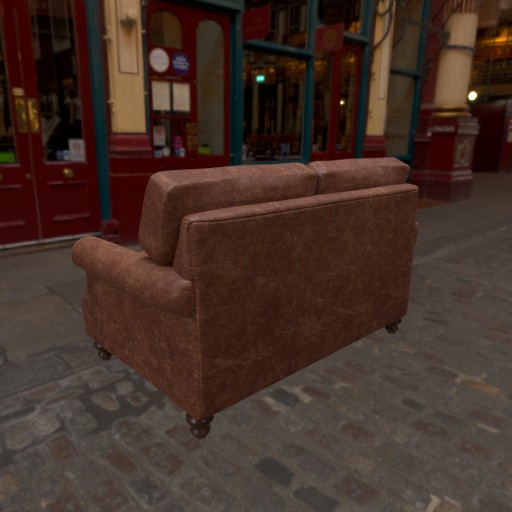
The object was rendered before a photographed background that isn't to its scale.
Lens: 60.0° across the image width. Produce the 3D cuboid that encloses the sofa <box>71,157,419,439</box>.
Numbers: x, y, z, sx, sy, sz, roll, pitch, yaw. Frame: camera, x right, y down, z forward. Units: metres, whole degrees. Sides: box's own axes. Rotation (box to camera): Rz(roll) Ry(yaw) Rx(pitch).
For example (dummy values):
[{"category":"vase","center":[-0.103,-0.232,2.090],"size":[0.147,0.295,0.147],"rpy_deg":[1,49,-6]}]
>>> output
[{"category":"sofa","center":[0.000,0.000,2.257],"size":[1.616,0.967,0.990],"rpy_deg":[-14,20,-41]}]
